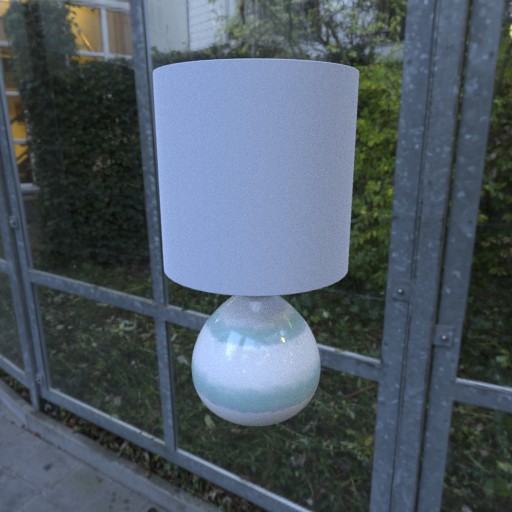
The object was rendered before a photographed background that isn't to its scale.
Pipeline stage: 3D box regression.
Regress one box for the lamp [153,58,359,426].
[{"bbox_3d":[0.000,0.000,0.530,0.217,0.404,0.217,15,21,42],"label":"lamp"}]
